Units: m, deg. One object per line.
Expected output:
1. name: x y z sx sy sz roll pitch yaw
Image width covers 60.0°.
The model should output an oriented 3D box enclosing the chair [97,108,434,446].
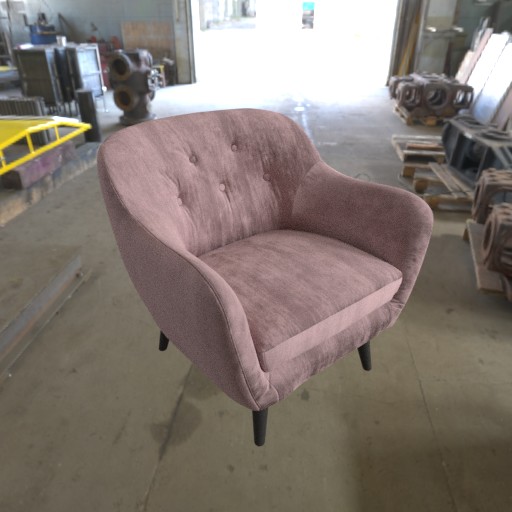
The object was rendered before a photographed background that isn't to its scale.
1. chair: 0.000 0.000 1.495 0.840 0.820 0.820 -21 36 -33
